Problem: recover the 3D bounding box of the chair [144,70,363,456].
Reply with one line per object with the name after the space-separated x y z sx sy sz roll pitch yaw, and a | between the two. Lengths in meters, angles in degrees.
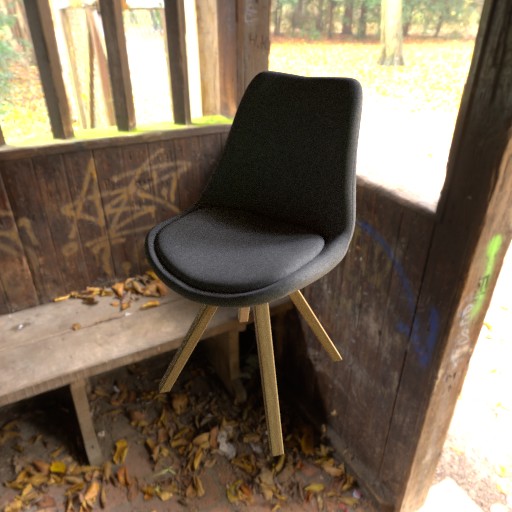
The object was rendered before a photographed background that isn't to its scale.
0.000 0.000 1.201 0.483 0.865 0.550 18 34 28 | chair
